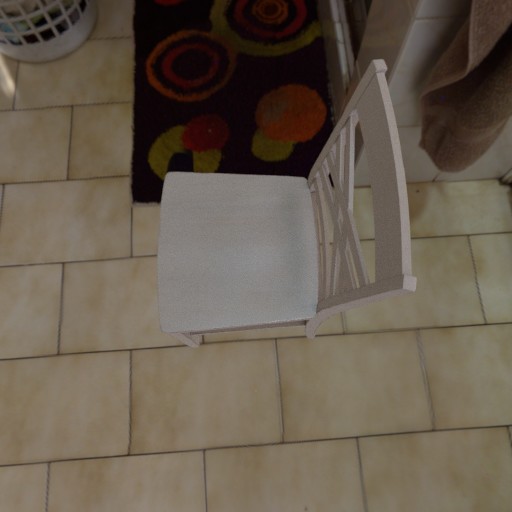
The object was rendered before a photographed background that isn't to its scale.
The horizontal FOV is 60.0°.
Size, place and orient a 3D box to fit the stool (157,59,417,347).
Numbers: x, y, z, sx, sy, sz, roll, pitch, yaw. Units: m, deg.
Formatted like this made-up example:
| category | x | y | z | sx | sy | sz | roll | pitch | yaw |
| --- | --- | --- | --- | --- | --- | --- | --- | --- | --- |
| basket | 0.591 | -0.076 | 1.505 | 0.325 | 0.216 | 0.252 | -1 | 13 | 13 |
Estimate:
| category | x | y | z | sx | sy | sz | roll | pitch | yaw |
| --- | --- | --- | --- | --- | --- | --- | --- | --- | --- |
| stool | 0.000 | 0.000 | 1.305 | 0.539 | 1.079 | 0.462 | -2 | 73 | 0 |
